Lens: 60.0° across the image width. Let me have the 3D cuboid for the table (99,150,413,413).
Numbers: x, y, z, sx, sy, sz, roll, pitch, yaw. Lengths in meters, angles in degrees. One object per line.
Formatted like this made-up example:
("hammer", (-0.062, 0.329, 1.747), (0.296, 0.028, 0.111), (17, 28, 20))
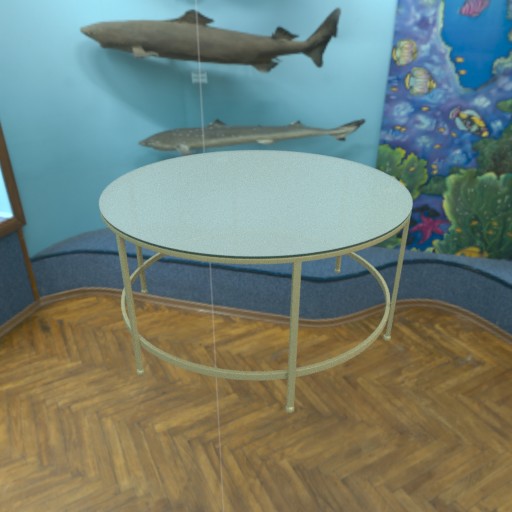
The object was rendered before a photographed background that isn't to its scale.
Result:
("table", (0.000, 0.000, 1.454), (0.914, 0.470, 0.914), (0, 27, 0))
